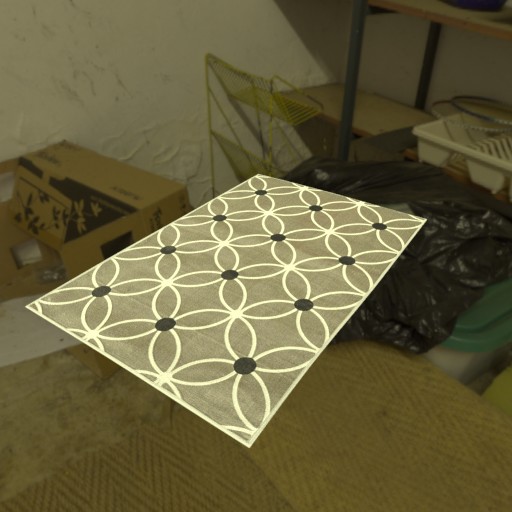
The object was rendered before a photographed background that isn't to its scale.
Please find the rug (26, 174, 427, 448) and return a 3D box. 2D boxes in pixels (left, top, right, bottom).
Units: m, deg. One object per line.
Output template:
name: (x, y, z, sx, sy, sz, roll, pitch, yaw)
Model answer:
rug: (0.000, 0.000, 2.866, 1.522, 0.008, 2.284, 20, 38, 28)
